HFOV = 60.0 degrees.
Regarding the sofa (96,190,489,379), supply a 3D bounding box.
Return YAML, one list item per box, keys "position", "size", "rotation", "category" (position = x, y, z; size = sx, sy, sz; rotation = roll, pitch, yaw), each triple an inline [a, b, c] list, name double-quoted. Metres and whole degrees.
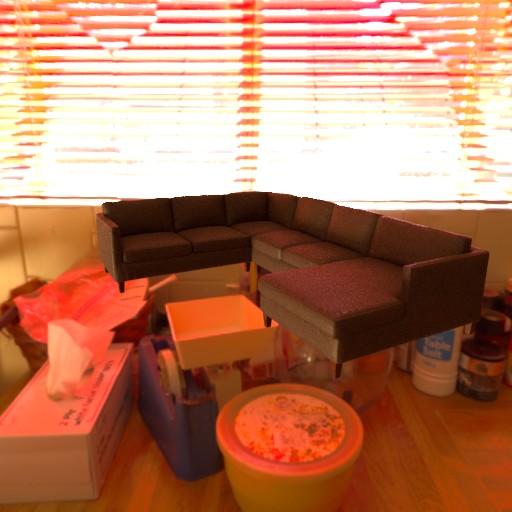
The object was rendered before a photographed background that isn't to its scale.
- position: [0.000, 0.000, 4.570]
  size: [2.593, 0.923, 3.460]
  rotation: [-9, 18, -28]
  category: "sofa"
